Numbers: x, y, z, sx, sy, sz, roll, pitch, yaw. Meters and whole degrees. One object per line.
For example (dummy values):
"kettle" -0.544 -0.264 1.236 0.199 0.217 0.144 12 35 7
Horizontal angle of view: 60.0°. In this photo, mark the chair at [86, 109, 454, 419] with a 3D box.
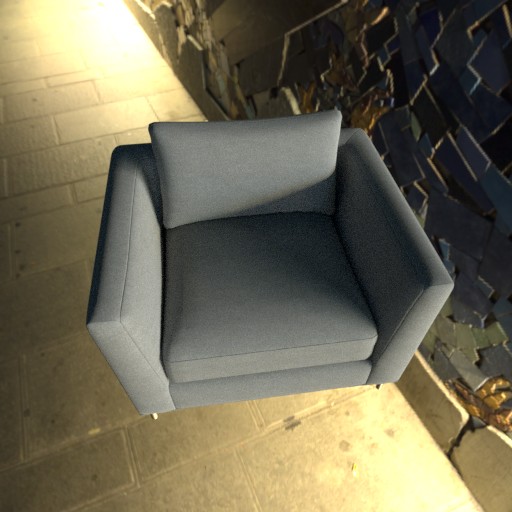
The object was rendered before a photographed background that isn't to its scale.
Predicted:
"chair" 0.000 0.000 1.687 1.041 0.864 0.889 -6 46 -5
